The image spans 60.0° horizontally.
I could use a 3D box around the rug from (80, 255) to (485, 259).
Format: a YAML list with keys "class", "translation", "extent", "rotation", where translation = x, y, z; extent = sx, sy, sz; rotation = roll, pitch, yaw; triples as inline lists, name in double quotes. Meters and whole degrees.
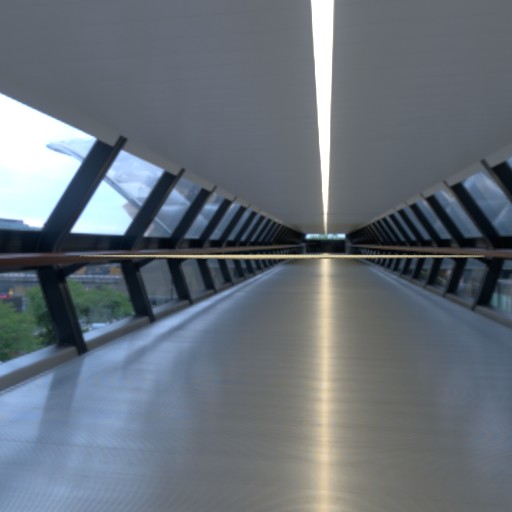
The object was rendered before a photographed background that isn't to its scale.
- class: "rug"
  translation: [0.000, 0.000, 4.302]
  extent: [2.437, 0.014, 3.201]
  rotation: [0, 0, -37]
